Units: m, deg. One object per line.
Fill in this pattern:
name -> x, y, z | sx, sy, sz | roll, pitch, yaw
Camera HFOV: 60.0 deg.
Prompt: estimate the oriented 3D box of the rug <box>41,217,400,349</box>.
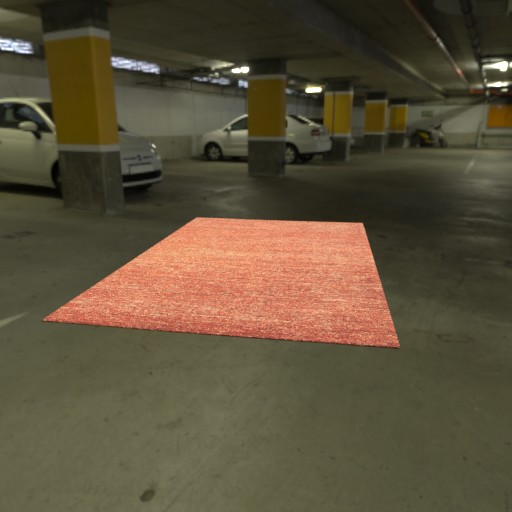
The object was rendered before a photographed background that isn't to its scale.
rug -> 0.000, 0.000, 2.192 | 1.139, 0.011, 1.747 | 3, 16, 9
